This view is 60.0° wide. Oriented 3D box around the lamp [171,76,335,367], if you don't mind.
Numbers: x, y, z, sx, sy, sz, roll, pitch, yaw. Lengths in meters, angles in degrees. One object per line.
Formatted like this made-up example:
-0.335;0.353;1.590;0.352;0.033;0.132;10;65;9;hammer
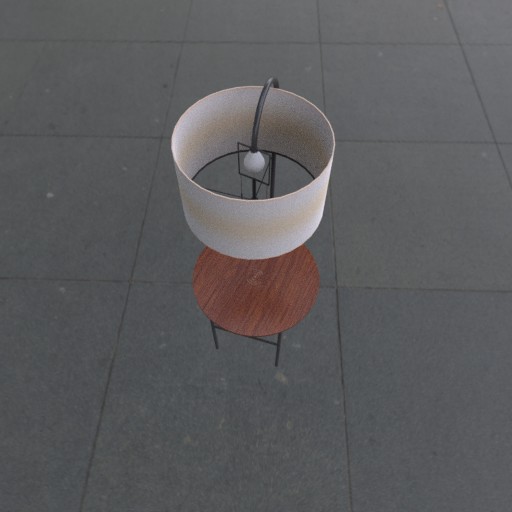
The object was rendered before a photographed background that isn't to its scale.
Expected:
0.000;0.000;1.859;0.573;1.517;0.573;0;58;0;lamp
